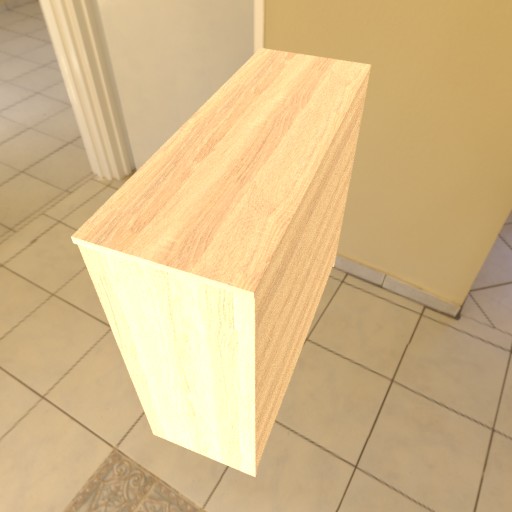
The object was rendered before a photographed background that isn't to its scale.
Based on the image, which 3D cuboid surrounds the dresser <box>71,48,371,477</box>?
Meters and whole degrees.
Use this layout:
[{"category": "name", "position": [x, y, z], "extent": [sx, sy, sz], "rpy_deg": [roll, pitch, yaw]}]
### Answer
[{"category": "dresser", "position": [0.000, 0.000, 1.420], "extent": [0.380, 0.900, 0.980], "rpy_deg": [16, 48, 15]}]
